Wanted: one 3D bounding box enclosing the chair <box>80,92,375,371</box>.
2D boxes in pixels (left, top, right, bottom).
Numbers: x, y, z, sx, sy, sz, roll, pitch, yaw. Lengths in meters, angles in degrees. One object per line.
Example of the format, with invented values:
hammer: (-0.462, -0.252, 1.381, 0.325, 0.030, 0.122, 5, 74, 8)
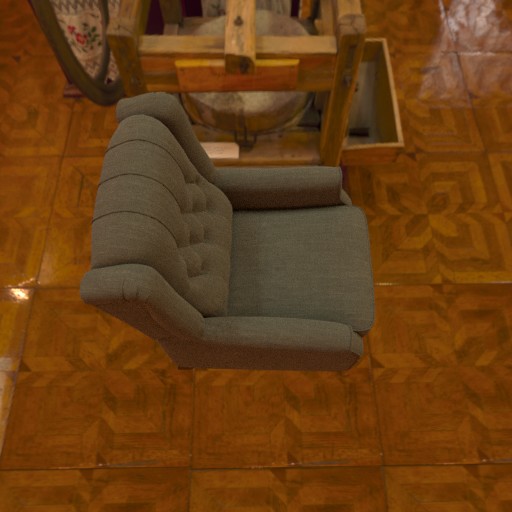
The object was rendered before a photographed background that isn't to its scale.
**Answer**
chair: (0.000, 0.000, 1.655, 0.898, 1.035, 0.742, 1, 65, 1)
